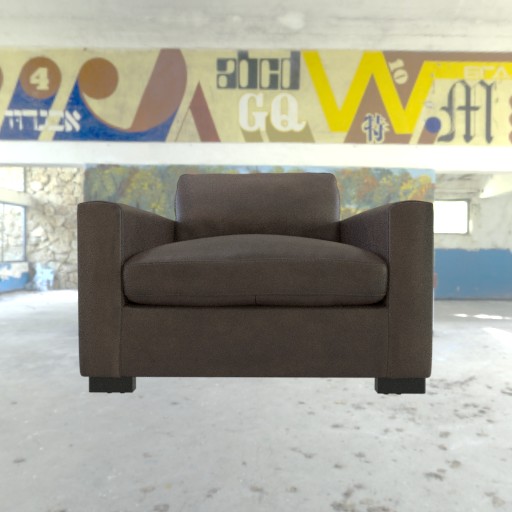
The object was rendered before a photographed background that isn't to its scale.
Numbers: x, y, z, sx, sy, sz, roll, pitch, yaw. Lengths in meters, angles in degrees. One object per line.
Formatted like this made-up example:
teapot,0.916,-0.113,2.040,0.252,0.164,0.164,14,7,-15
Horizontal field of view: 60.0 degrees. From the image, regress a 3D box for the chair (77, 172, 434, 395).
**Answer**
chair,0.000,0.000,1.806,1.100,0.812,1.069,0,1,1
